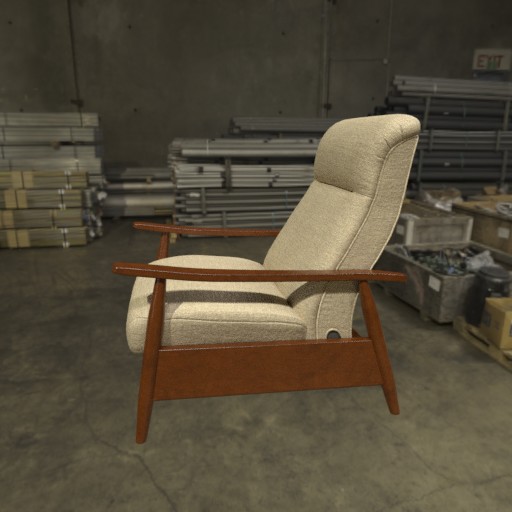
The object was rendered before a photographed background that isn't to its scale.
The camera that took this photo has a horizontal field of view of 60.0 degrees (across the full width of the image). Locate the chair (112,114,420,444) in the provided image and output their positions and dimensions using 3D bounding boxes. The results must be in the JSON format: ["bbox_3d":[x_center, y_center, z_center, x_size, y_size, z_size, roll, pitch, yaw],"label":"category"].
[{"bbox_3d":[0.000,0.000,1.791,1.014,1.082,0.762,-3,15,-10],"label":"chair"}]
